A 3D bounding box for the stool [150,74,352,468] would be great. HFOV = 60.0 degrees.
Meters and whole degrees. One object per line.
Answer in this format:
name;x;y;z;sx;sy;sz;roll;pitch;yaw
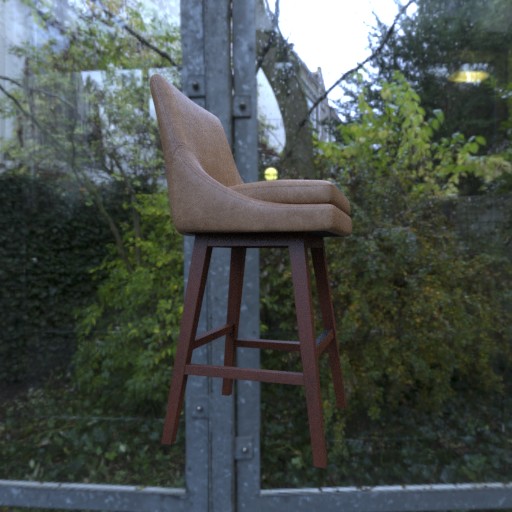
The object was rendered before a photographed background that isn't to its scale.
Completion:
stool;0.000;0.000;1.438;0.572;1.079;0.487;0;0;18
